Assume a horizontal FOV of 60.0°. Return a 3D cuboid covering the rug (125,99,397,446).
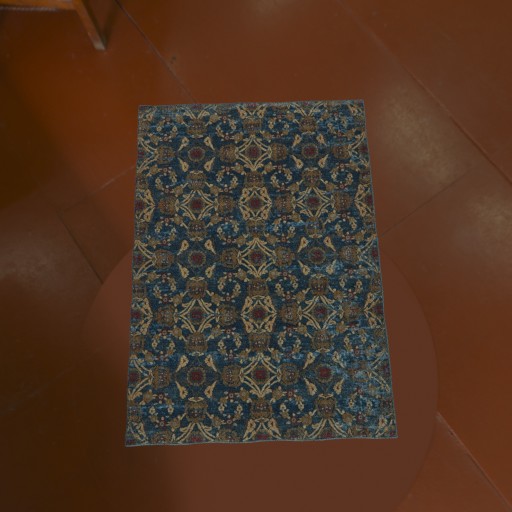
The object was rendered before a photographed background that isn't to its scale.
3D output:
[{"bbox_3d":[0.000,0.000,4.201,2.337,0.013,3.291,-2,76,0],"label":"rug"}]
